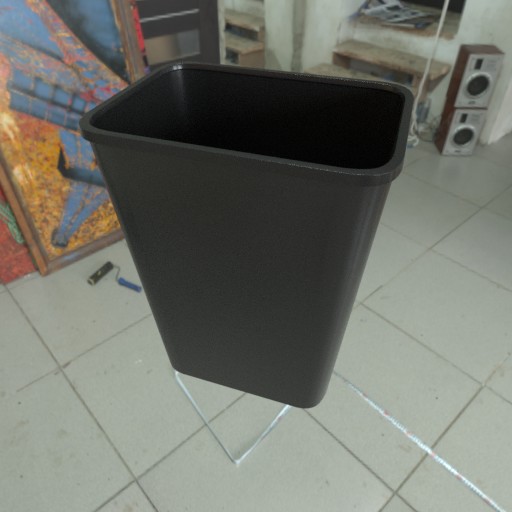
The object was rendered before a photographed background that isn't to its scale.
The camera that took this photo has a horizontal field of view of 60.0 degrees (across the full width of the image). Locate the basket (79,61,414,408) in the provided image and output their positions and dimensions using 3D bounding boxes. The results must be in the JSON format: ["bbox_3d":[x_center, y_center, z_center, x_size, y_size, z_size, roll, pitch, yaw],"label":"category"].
[{"bbox_3d":[0.000,0.000,0.750,0.394,0.521,0.287,12,42,14],"label":"basket"}]
